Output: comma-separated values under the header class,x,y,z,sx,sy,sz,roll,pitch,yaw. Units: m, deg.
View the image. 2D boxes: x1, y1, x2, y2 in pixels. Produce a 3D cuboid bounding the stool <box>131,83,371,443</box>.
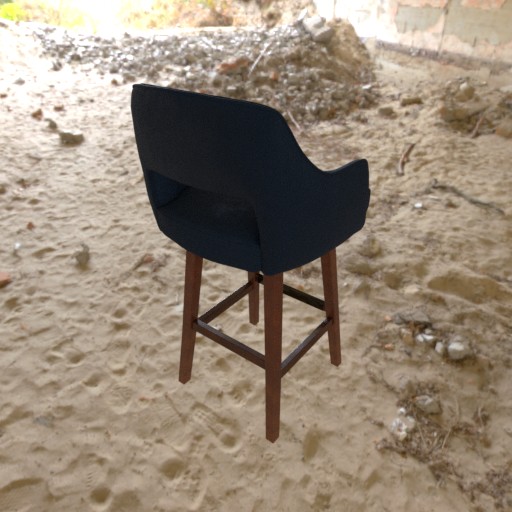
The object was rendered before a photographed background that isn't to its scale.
class,x,y,z,sx,sy,sz,roll,pitch,yaw
stool,0.000,0.000,1.352,0.550,1.041,0.560,22,37,32
